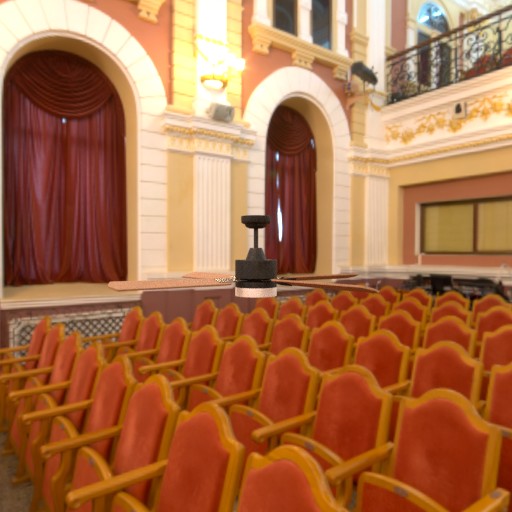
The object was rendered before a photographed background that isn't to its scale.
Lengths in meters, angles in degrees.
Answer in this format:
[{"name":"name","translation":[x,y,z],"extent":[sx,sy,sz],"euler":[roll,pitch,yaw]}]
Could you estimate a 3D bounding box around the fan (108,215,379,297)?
[{"name":"fan","translation":[0.000,0.000,1.986],"extent":[1.320,0.355,1.320],"euler":[0,0,-36]}]
